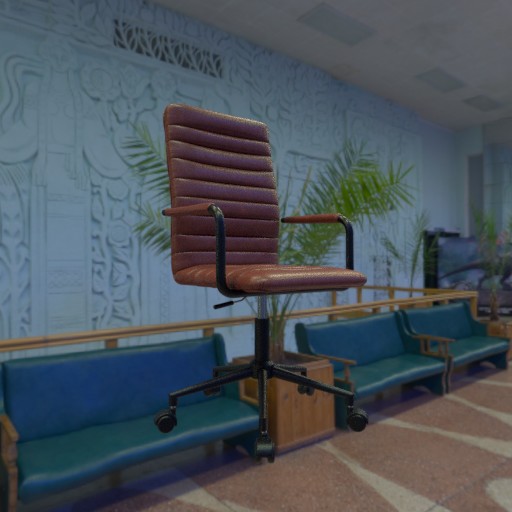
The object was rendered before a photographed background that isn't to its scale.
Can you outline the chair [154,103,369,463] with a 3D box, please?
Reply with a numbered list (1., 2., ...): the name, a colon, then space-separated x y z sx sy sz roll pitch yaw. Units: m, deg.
1. chair: 0.000 0.000 1.354 0.608 0.979 0.580 0 0 -36
